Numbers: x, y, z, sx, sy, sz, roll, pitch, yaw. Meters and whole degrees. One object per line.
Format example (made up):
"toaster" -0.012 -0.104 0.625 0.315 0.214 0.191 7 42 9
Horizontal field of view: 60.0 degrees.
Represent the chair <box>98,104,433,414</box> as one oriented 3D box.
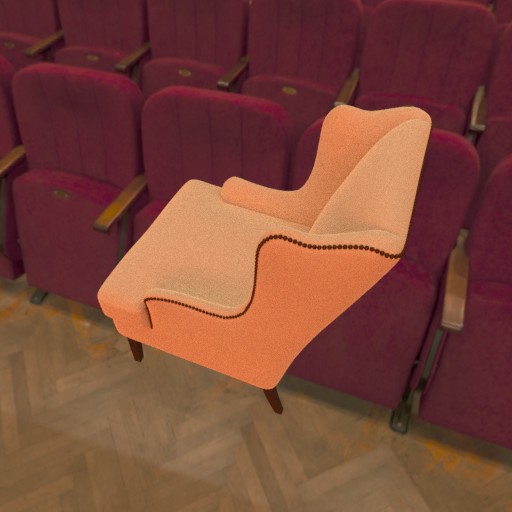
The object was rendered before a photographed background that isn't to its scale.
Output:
"chair" 0.000 0.000 1.630 0.940 1.029 0.737 16 48 14
